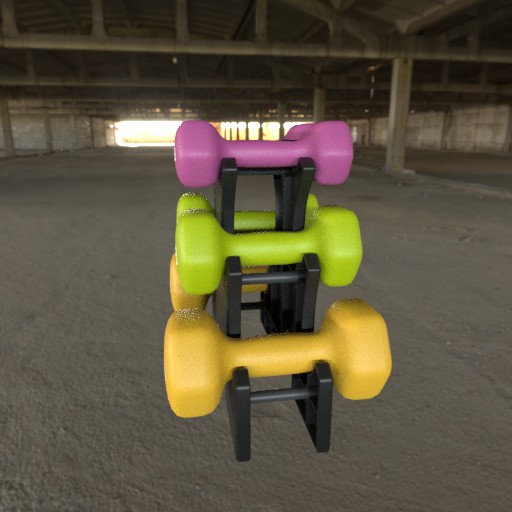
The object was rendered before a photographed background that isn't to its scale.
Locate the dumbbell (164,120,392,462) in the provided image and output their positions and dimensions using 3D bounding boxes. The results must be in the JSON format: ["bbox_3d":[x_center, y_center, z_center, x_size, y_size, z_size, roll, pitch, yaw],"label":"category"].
[{"bbox_3d":[0.000,0.000,0.469,0.190,0.271,0.300,-2,16,-9],"label":"dumbbell"}]
